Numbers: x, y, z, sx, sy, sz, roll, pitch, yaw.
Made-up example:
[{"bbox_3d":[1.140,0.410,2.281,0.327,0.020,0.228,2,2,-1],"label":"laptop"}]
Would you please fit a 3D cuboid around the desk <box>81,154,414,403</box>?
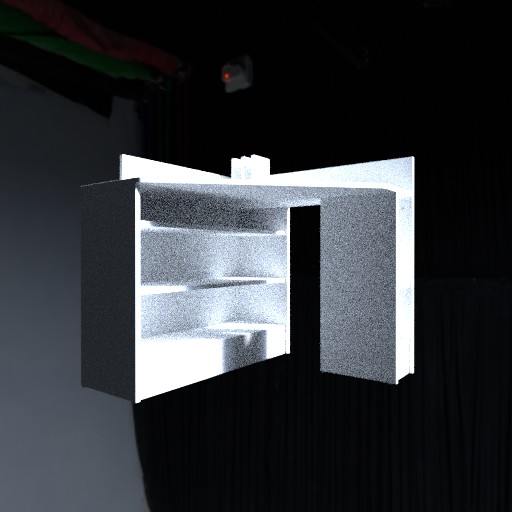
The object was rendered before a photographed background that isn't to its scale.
[{"bbox_3d":[0.000,0.000,1.758,0.940,0.986,0.940,0,0,37],"label":"desk"}]
